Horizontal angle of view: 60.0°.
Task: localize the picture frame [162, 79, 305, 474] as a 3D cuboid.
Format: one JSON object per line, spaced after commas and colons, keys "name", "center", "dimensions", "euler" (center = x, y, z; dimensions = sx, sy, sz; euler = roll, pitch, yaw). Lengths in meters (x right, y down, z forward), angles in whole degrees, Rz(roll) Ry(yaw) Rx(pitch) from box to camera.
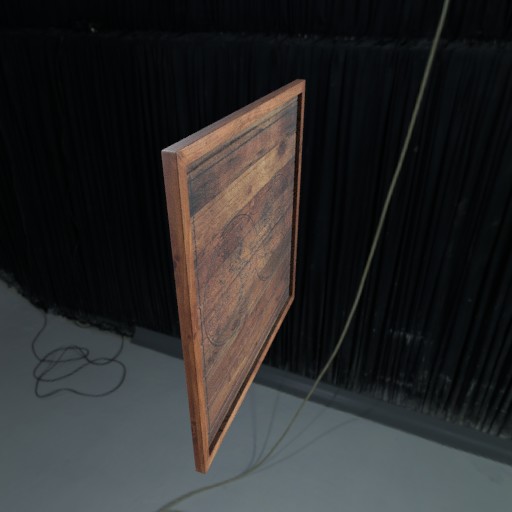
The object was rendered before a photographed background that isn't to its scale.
{"name": "picture frame", "center": [0.000, 0.000, 1.236], "dimensions": [0.029, 0.817, 0.810], "euler": [10, 31, 17]}
